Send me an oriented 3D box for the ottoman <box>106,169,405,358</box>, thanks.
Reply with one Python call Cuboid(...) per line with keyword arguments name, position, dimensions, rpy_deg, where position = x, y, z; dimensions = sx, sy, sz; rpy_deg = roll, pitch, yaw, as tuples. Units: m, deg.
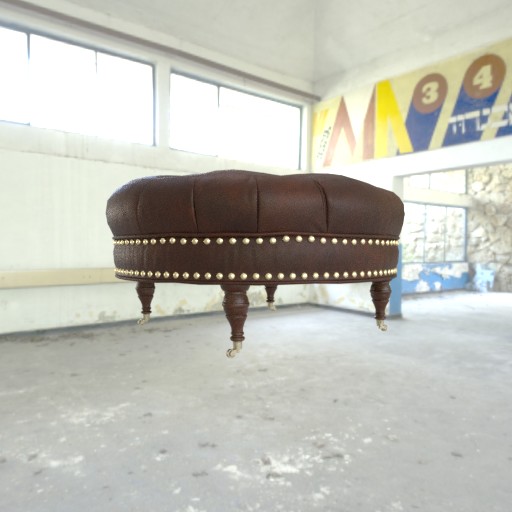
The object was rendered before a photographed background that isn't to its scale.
Cuboid(name="ottoman", position=(0.000, 0.000, 1.395), dimensions=(0.901, 0.455, 0.901), rpy_deg=(0, 1, 0))
